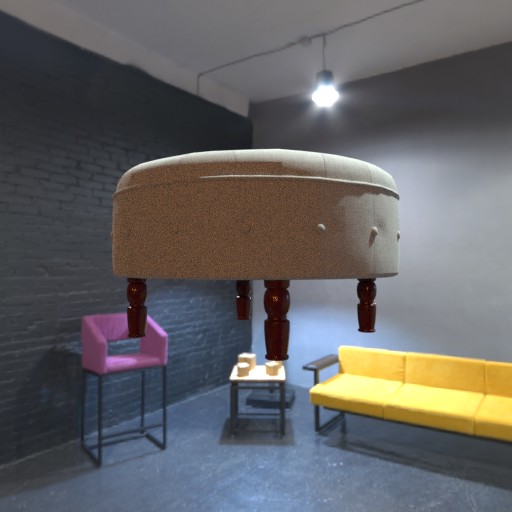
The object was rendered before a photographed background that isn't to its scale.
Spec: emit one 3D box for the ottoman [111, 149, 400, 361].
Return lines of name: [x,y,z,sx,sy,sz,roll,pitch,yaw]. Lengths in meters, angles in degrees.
ottoman: [0.000,0.000,1.375,0.850,0.483,0.850,0,-1,0]
